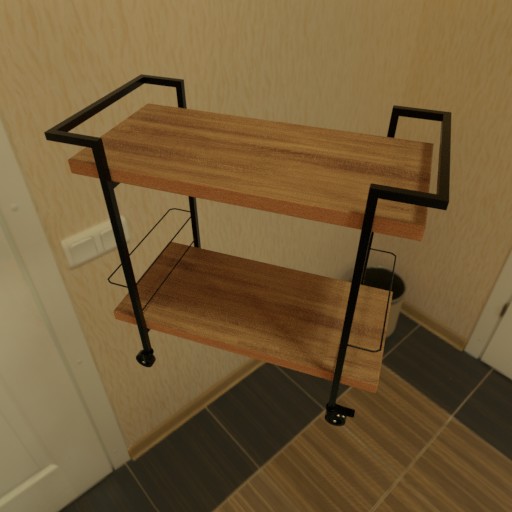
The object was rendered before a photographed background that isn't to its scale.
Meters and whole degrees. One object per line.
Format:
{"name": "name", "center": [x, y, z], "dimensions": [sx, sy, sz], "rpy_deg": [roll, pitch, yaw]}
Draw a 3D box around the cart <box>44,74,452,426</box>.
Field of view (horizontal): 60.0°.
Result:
{"name": "cart", "center": [0.000, 0.000, 1.213], "dimensions": [0.806, 0.762, 0.406], "rpy_deg": [13, 42, 15]}
